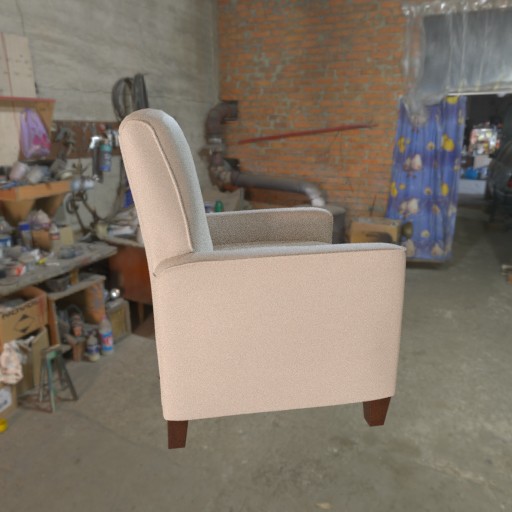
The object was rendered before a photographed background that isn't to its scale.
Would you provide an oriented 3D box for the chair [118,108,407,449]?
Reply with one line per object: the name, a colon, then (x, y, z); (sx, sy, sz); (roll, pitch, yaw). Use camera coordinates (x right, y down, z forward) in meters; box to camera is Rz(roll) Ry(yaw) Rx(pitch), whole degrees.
chair: (0.000, 0.000, 1.663); (0.858, 1.028, 0.841); (-3, 15, -9)
